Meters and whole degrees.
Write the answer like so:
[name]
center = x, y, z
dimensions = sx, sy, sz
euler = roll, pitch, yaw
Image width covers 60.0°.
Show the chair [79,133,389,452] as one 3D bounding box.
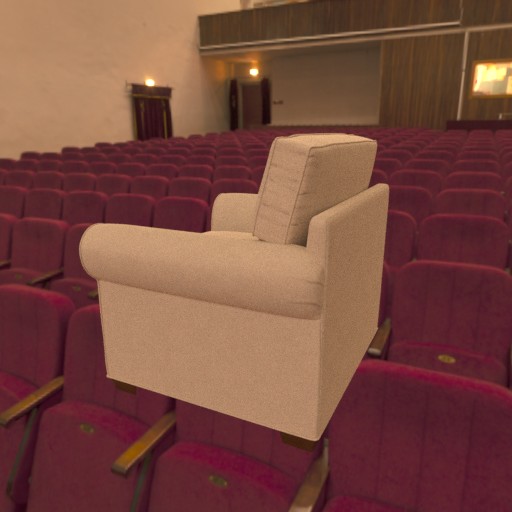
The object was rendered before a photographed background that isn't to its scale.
[chair]
center = 0.000, 0.000, 1.788
dimensions = 0.863, 0.955, 1.040
euler = 8, 18, 25
